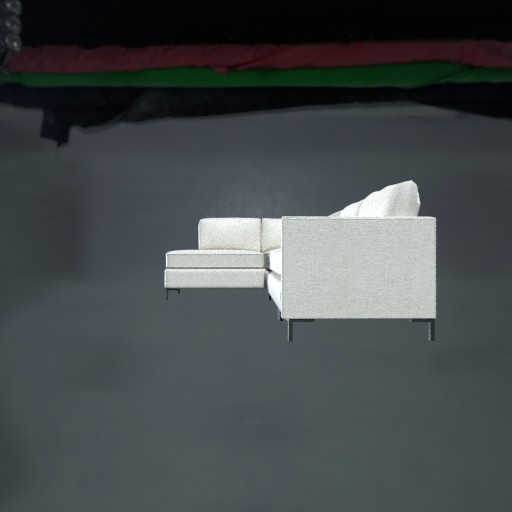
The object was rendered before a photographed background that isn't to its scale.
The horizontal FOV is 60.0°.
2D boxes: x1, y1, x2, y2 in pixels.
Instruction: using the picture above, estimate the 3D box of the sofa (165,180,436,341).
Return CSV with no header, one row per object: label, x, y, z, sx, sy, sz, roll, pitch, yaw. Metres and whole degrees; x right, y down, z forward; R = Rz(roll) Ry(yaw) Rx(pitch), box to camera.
sofa,0.000,0.000,4.263,2.048,0.996,3.384,0,0,-1
